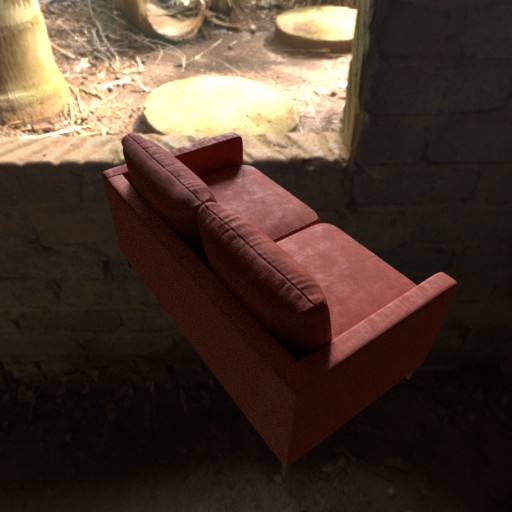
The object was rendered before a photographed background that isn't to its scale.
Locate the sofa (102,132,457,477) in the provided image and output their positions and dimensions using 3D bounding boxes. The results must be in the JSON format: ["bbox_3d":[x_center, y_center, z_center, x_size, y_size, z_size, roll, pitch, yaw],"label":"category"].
[{"bbox_3d":[0.000,0.000,2.144,0.864,0.896,1.574,-26,48,-26],"label":"sofa"}]
